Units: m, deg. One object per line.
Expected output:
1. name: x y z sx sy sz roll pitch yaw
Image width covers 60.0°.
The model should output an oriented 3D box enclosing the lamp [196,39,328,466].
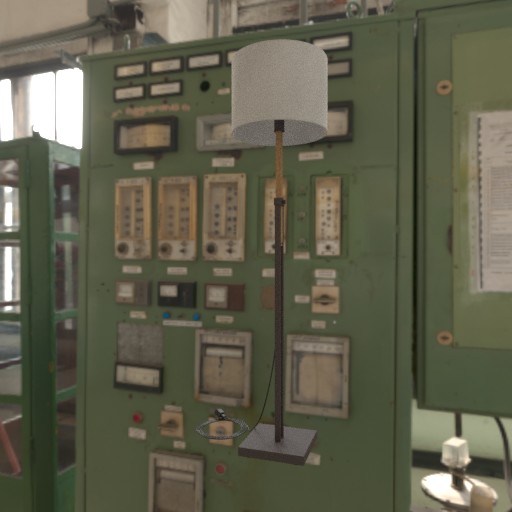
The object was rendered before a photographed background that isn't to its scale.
1. lamp: 0.000 0.000 1.959 0.639 1.650 0.474 0 0 19
